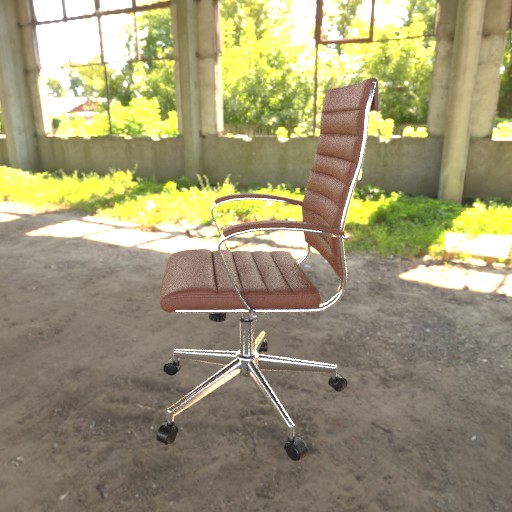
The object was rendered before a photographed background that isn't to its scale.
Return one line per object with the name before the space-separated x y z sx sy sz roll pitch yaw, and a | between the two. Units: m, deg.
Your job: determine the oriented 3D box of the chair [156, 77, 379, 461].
chair | 0.000 0.000 1.577 0.739 1.149 0.766 -2 17 -7
